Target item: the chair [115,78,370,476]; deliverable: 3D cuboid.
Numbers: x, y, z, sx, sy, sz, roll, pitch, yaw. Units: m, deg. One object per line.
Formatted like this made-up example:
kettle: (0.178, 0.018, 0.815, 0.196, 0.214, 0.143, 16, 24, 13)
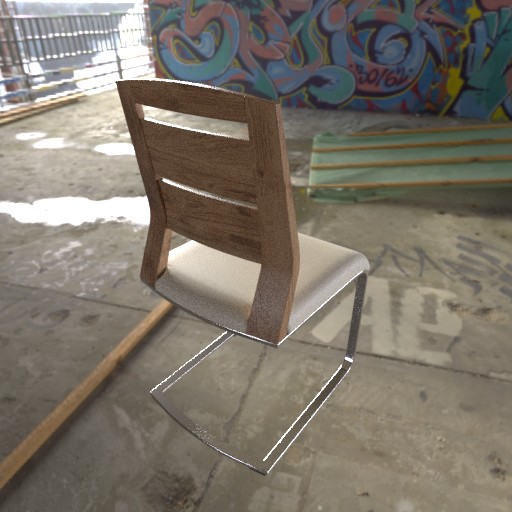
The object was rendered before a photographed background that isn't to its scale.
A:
chair: (0.000, 0.000, 1.216, 0.457, 0.955, 0.561, 21, 36, 32)
